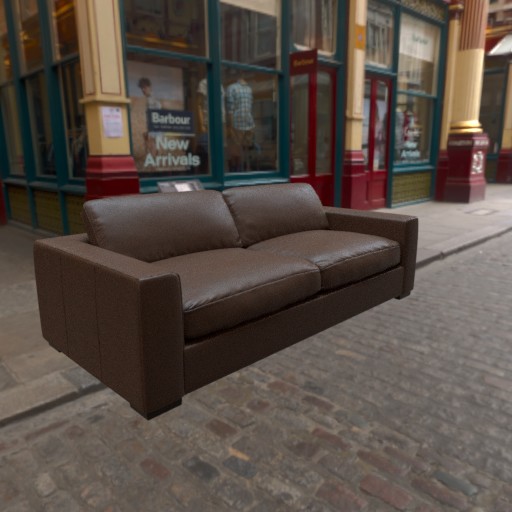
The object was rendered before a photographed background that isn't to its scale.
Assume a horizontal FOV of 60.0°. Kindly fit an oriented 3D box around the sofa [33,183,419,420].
[{"bbox_3d":[0.000,0.000,2.748,1.070,0.801,2.262,13,18,43],"label":"sofa"}]
